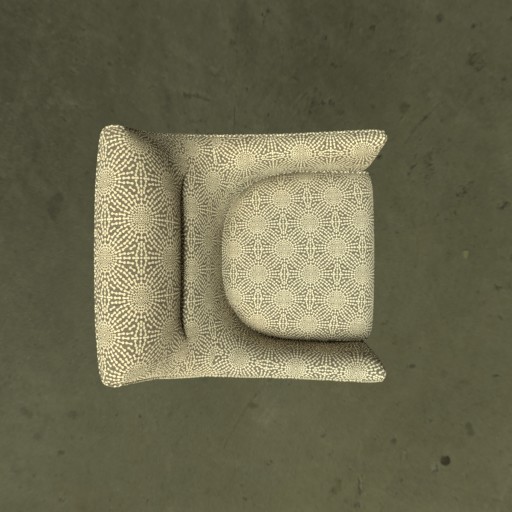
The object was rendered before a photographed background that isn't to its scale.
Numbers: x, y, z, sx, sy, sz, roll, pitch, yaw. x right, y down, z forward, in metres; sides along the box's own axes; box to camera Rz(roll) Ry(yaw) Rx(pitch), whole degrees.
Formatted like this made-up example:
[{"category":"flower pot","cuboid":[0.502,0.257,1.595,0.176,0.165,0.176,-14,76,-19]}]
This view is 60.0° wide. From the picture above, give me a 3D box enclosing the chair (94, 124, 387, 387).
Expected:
[{"category":"chair","cuboid":[0.000,0.000,1.454,0.787,0.838,0.762,0,90,0]}]
